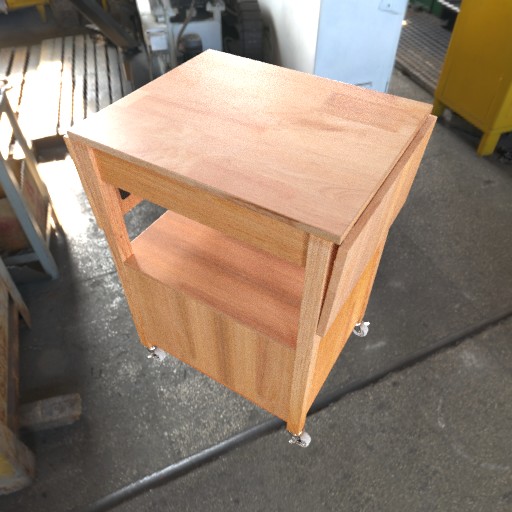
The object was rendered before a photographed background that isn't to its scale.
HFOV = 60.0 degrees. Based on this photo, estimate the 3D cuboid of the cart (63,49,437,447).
[{"bbox_3d":[0.000,0.000,1.236,0.640,0.838,0.508,24,50,21],"label":"cart"}]
